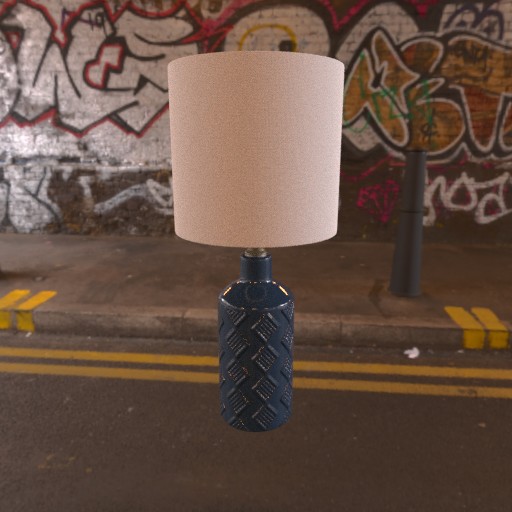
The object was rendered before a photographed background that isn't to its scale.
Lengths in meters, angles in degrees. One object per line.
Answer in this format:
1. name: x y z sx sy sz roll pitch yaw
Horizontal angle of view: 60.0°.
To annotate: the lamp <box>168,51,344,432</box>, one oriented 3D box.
1. lamp: 0.000 0.000 0.584 0.207 0.461 0.207 13 20 42
